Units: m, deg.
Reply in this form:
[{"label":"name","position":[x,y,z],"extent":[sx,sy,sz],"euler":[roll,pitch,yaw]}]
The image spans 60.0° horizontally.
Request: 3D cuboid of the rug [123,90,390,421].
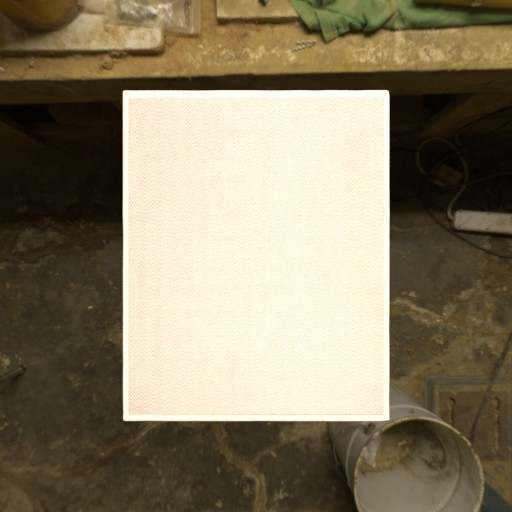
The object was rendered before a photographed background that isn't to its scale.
[{"label":"rug","position":[0.000,0.000,4.029],"extent":[2.423,0.019,3.009],"euler":[0,90,0]}]
